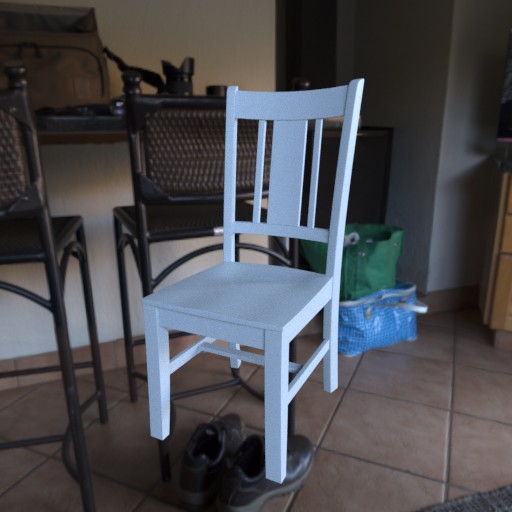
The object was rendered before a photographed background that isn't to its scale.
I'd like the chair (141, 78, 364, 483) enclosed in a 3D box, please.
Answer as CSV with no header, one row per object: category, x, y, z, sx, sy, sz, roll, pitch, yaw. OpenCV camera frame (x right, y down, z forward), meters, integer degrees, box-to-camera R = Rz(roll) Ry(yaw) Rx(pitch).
chair,0.000,0.000,1.293,0.450,0.998,0.555,7,17,26
